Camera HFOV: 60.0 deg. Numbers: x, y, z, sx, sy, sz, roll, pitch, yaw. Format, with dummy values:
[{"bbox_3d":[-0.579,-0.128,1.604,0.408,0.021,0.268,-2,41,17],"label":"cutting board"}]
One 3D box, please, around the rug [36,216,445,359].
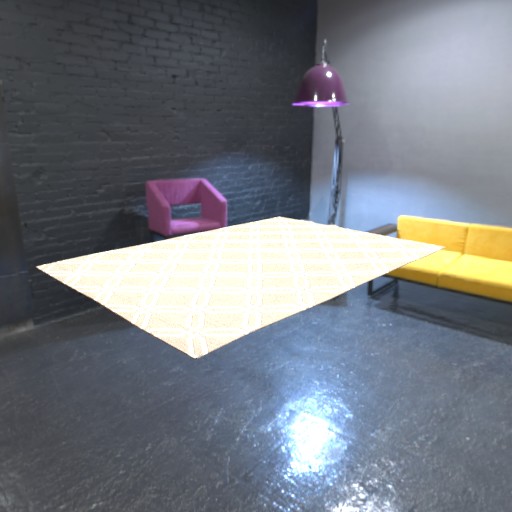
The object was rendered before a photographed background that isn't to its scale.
[{"bbox_3d":[0.000,0.000,2.783,1.524,0.013,2.135,15,22,43],"label":"rug"}]
